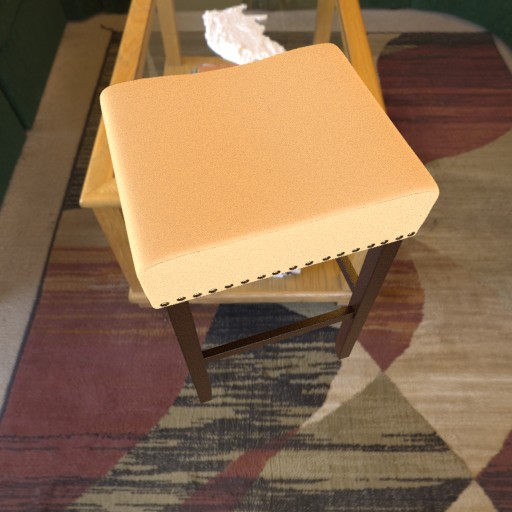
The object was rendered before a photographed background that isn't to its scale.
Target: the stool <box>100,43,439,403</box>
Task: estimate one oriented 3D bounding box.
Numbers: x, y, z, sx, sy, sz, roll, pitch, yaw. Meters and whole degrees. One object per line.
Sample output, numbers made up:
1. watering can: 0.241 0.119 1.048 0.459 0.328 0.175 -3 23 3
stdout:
1. stool: 0.000 0.000 1.036 0.471 0.762 0.401 -15 59 -10
